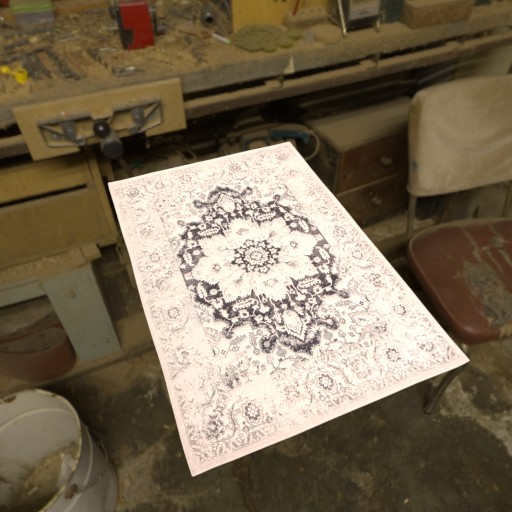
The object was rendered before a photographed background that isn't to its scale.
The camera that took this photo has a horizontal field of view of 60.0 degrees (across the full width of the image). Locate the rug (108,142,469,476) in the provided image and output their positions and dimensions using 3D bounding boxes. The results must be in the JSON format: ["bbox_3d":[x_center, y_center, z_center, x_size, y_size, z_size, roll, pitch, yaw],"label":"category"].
[{"bbox_3d":[0.000,0.000,2.292,1.223,0.008,1.813,-17,49,-15],"label":"rug"}]
